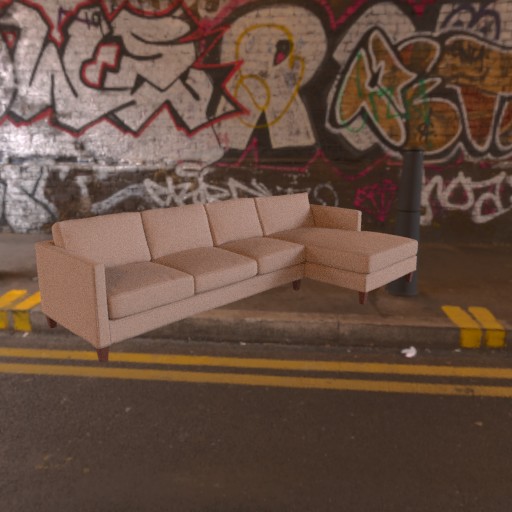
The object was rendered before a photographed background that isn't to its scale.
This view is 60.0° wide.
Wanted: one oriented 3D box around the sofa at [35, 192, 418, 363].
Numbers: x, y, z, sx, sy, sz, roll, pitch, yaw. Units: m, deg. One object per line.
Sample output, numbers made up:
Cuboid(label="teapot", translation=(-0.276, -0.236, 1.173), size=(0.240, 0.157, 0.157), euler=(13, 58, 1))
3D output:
Cuboid(label="sofa", translation=(0.000, 0.000, 3.975), size=(1.625, 0.861, 3.186), euler=(13, 20, 42))
